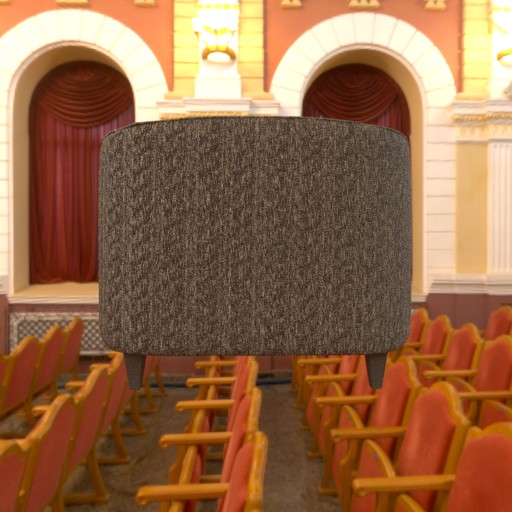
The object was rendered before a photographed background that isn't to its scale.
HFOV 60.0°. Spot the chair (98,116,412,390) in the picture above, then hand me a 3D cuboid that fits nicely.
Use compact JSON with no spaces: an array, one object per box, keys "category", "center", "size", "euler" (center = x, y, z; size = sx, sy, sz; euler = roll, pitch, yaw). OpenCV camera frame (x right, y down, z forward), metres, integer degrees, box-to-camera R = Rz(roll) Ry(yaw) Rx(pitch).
[{"category":"chair","center":[0.000,0.000,1.791],"size":[1.104,0.852,0.941],"euler":[0,0,-1]}]
